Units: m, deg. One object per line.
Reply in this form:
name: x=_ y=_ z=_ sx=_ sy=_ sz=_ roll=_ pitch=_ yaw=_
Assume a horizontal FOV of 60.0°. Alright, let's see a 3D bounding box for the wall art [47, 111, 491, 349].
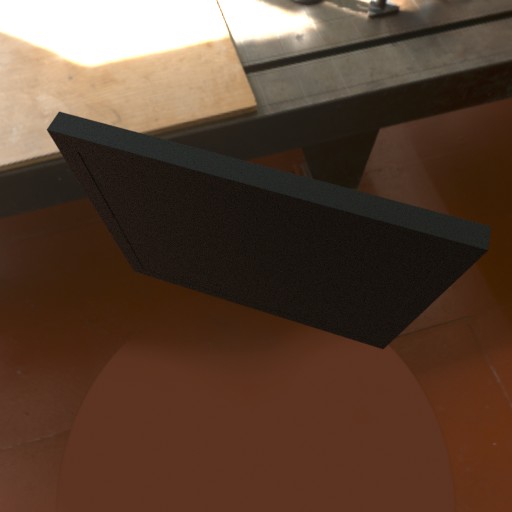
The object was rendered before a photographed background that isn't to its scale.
wall art: x=0.000 y=0.000 z=0.539 sx=0.404 sy=0.329 sz=0.024 roll=16 pitch=65 yaw=8
